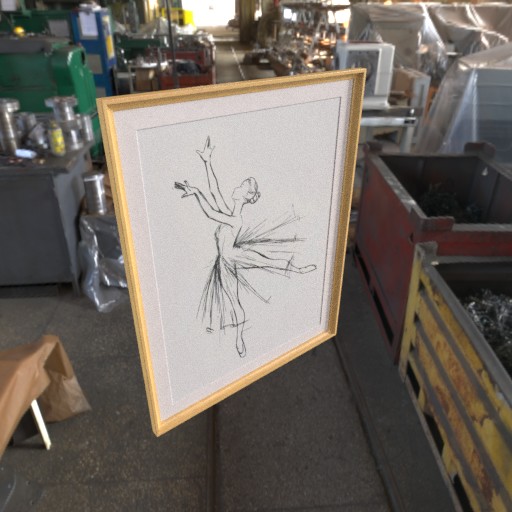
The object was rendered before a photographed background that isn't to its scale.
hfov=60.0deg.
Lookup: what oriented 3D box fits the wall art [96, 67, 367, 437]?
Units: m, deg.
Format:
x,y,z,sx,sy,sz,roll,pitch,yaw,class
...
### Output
x,y,z,sx,sy,sz,roll,pitch,yaw,class
0.000,0.000,1.348,0.798,1.002,0.030,-21,36,-32,wall art
